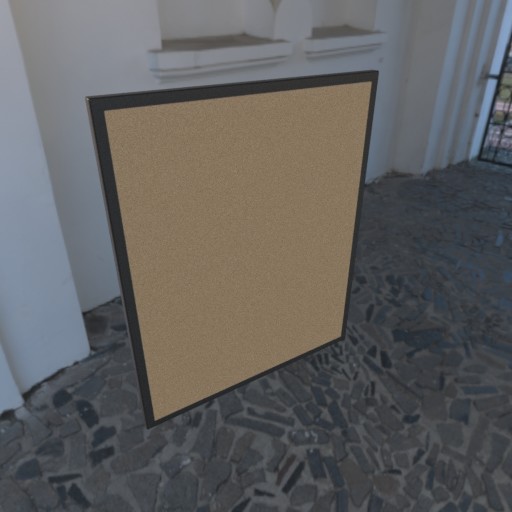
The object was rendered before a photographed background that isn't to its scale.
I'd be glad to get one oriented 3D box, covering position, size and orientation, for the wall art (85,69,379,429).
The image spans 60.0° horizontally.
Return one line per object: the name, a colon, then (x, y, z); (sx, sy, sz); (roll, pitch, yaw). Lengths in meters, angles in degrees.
wall art: (0.000, 0.000, 0.786); (0.481, 0.582, 0.018); (-17, 34, -27)
